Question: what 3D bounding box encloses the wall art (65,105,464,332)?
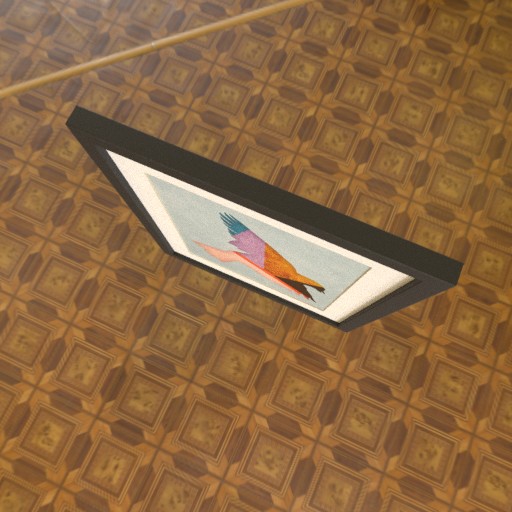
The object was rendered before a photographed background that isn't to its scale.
[{"bbox_3d":[0.000,0.000,0.746,0.457,0.558,0.028,23,77,6],"label":"wall art"}]
